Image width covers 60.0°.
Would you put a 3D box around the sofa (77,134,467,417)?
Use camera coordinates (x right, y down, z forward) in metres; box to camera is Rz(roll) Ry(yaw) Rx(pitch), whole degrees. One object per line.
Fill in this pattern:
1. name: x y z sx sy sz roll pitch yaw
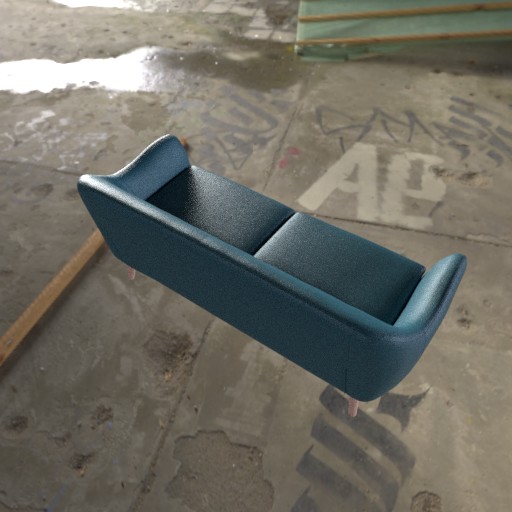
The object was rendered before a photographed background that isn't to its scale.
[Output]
1. sofa: 0.000 0.000 2.277 1.840 0.836 0.820 27 52 23
